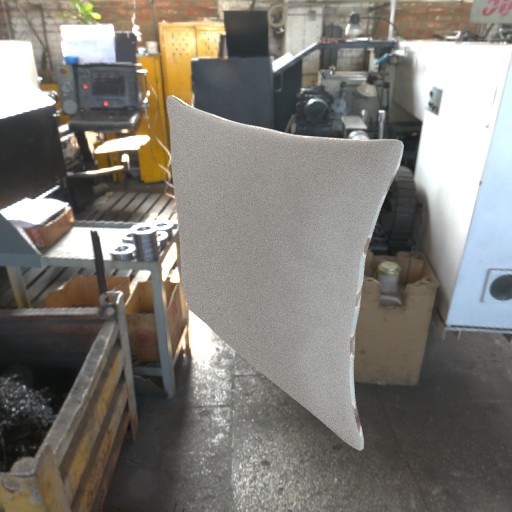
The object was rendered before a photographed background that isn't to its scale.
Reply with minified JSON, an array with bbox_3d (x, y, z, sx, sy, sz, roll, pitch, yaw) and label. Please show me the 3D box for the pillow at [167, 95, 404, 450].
[{"bbox_3d":[0.000,0.000,0.809,0.166,0.508,0.552,-19,32,-34],"label":"pillow"}]
